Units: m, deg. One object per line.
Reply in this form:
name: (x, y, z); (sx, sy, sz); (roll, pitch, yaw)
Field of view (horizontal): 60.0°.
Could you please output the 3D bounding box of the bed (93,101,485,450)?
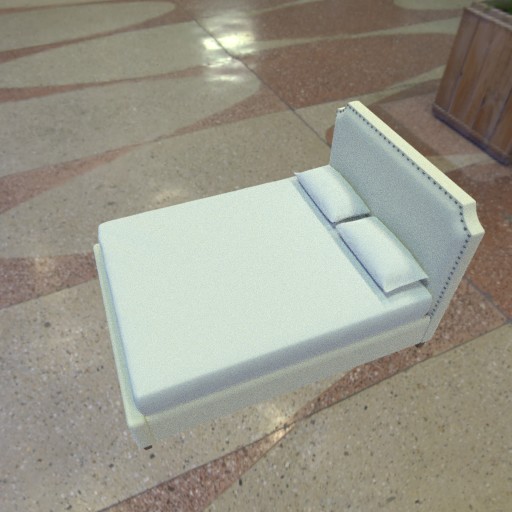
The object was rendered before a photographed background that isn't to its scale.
bed: (0.000, 0.000, 3.349); (2.329, 1.415, 1.703); (-16, 48, -15)
